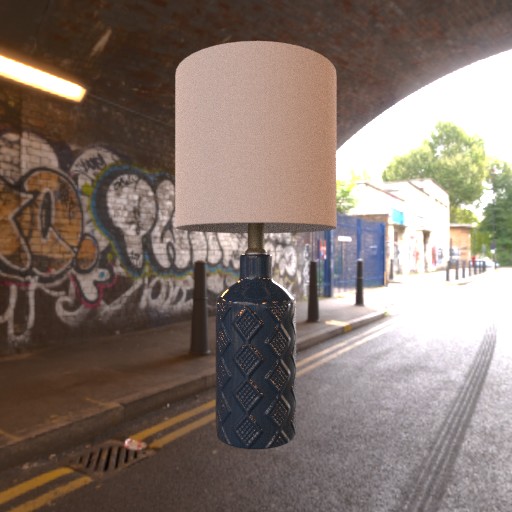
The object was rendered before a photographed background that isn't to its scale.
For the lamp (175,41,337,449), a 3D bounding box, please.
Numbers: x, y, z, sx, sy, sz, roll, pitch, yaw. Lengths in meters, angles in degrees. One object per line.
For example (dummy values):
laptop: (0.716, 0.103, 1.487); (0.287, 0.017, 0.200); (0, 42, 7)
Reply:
lamp: (0.000, 0.000, 0.577); (0.207, 0.461, 0.207); (0, 0, -19)
